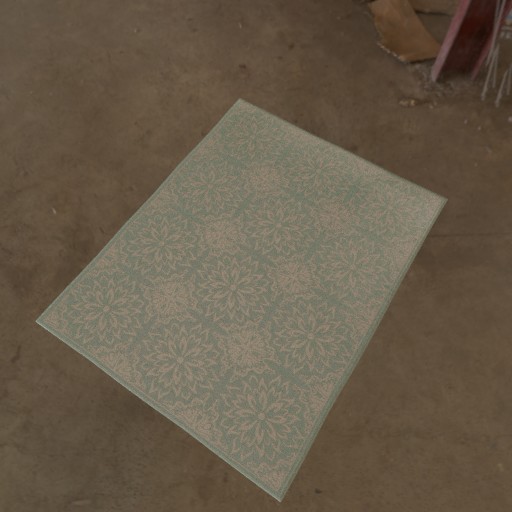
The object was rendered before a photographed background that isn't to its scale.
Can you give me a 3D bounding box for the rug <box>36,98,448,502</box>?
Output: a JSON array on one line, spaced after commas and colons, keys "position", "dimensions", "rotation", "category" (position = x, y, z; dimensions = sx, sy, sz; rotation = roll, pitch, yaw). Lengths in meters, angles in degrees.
[{"position": [0.000, 0.000, 3.897], "dimensions": [2.363, 0.012, 2.980], "rotation": [30, 67, 14], "category": "rug"}]
